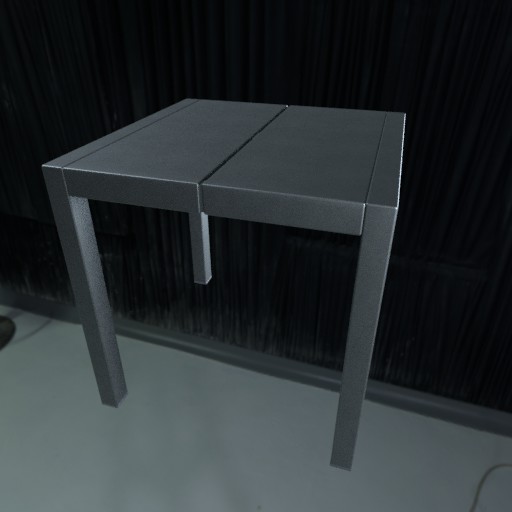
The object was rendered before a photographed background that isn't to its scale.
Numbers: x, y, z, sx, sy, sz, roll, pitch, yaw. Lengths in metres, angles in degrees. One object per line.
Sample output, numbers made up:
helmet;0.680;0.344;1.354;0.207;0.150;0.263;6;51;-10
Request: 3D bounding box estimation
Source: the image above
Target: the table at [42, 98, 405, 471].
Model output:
table;0.000;0.000;0.924;0.508;0.508;0.508;9;32;15
